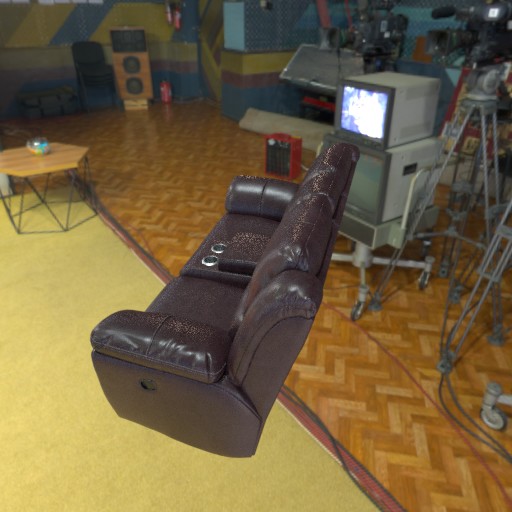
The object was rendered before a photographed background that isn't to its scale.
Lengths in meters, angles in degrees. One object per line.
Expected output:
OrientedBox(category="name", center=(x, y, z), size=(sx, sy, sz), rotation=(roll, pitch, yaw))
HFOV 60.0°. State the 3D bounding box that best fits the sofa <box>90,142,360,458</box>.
OrientedBox(category="sofa", center=(0.000, 0.000, 2.629), size=(0.991, 1.043, 2.058), rotation=(8, 31, 14))
